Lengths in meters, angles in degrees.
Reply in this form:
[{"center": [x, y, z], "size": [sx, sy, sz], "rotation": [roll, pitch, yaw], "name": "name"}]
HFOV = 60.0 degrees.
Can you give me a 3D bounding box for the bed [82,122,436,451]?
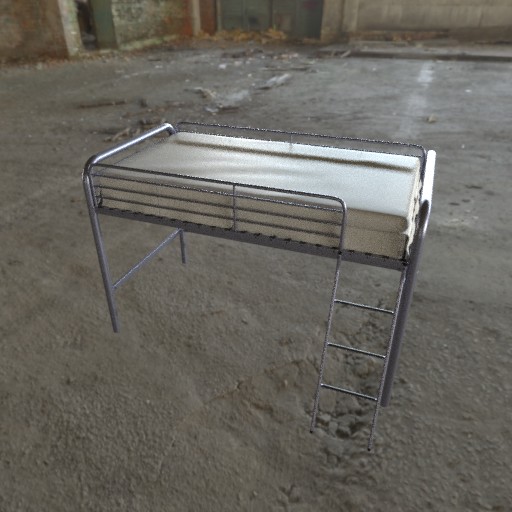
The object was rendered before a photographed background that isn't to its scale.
[{"center": [0.000, 0.000, 2.916], "size": [1.965, 1.288, 1.415], "rotation": [11, 32, 18], "name": "bed"}]
